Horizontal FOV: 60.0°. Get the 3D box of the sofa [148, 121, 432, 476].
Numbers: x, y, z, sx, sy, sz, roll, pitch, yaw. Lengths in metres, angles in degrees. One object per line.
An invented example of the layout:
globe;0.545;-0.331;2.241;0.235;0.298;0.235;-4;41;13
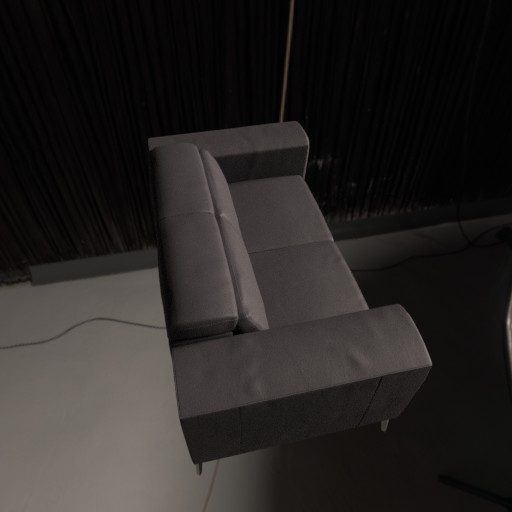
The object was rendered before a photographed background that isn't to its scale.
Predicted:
sofa;0.000;0.000;2.420;1.003;0.779;1.895;-9;47;-9
